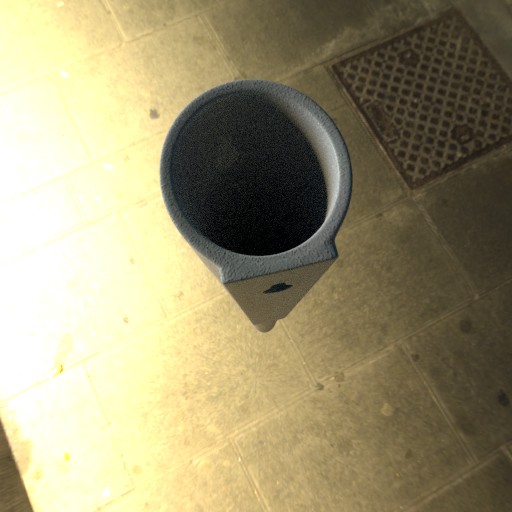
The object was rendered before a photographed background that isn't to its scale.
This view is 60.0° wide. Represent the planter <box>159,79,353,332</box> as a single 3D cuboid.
[{"bbox_3d":[0.000,0.000,0.223,0.057,0.191,0.064,-13,75,-3],"label":"planter"}]
